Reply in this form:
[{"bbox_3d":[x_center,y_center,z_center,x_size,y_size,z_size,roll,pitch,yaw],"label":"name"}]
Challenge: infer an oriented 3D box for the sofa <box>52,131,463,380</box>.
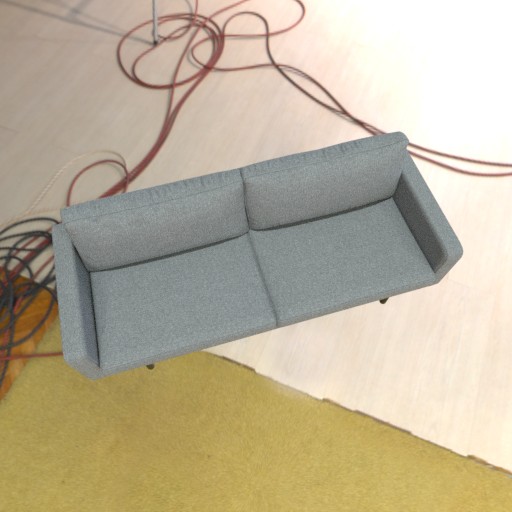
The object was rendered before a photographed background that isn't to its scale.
[{"bbox_3d":[0.000,0.000,2.652,2.200,0.880,0.880,-14,63,-7],"label":"sofa"}]
